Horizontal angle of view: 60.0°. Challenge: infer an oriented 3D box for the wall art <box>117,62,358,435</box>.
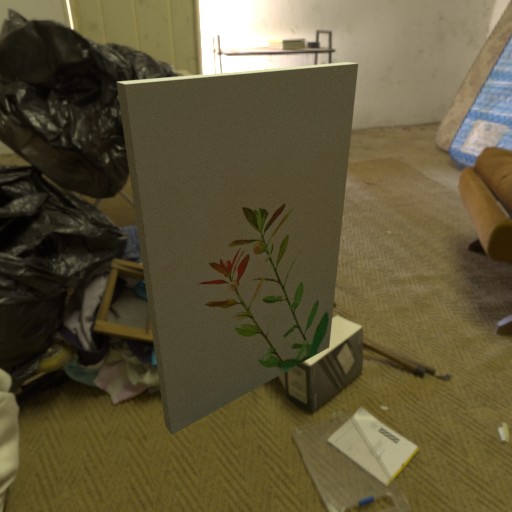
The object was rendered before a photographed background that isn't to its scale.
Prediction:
[{"bbox_3d":[0.000,0.000,1.182,0.612,0.915,0.039,-20,34,-32],"label":"wall art"}]
